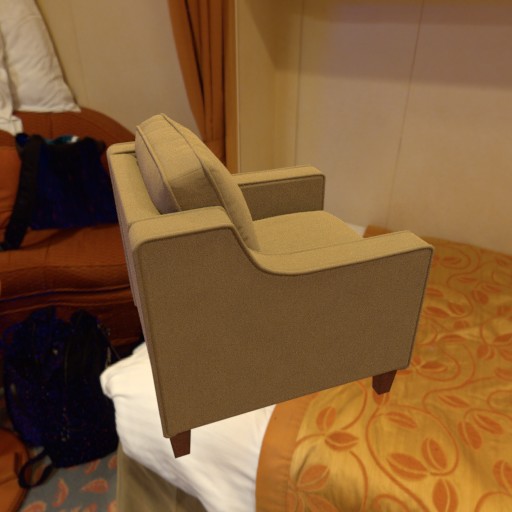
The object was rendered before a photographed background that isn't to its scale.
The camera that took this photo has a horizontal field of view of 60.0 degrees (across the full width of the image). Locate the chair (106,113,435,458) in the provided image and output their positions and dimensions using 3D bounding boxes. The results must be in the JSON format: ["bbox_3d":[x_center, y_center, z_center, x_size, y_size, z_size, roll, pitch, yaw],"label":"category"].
[{"bbox_3d":[0.000,0.000,1.643,0.909,0.960,0.831,-10,31,-17],"label":"chair"}]
